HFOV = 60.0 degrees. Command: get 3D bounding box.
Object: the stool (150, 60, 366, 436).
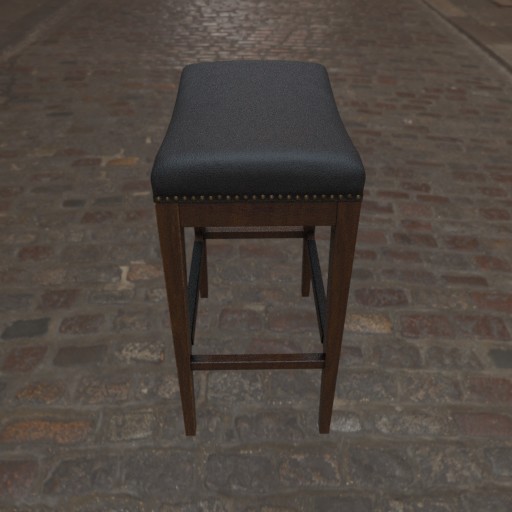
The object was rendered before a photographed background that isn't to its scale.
[{"bbox_3d":[0.000,0.000,1.052,0.361,0.765,0.500,-1,41,-1],"label":"stool"}]
